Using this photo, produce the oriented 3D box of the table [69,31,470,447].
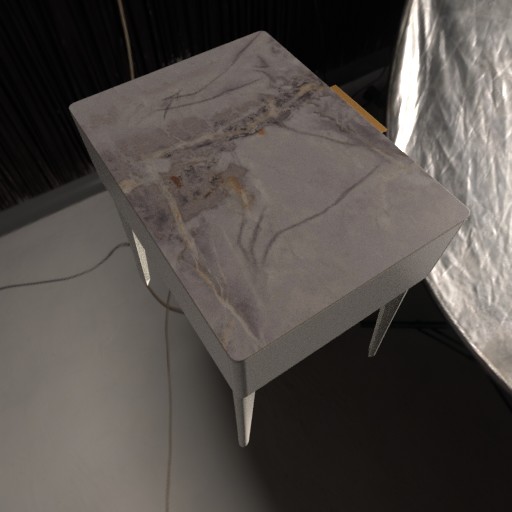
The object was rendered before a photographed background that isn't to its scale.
[{"bbox_3d":[0.000,0.000,0.887,0.400,0.570,0.500,-29,63,-17],"label":"table"}]
